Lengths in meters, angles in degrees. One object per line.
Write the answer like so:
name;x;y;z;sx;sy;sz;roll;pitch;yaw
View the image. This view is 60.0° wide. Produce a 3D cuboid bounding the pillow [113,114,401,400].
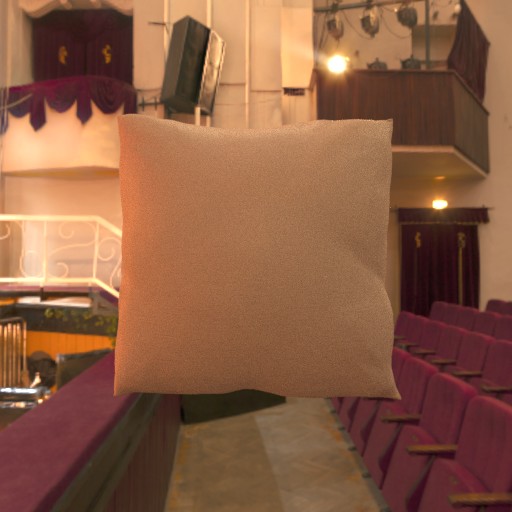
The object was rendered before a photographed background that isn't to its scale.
pillow;0.000;0.000;0.692;0.450;0.448;0.245;0;-2;1
